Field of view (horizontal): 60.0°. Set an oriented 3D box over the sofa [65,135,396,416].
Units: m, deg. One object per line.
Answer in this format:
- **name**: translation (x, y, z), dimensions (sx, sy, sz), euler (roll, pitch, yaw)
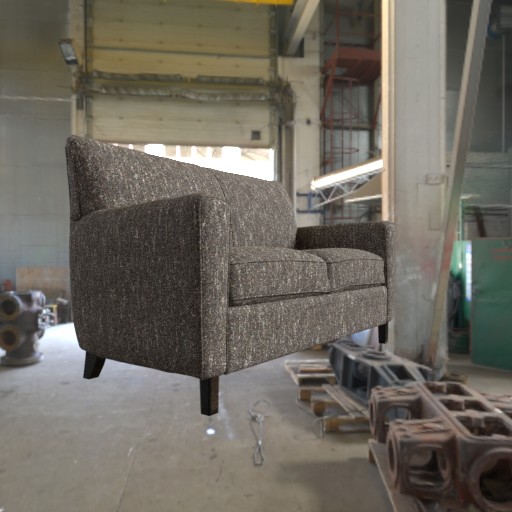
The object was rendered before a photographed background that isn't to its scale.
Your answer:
- **sofa**: translation (0.000, 0.000, 2.078), dimensions (0.801, 0.946, 1.519), euler (0, 0, 38)
